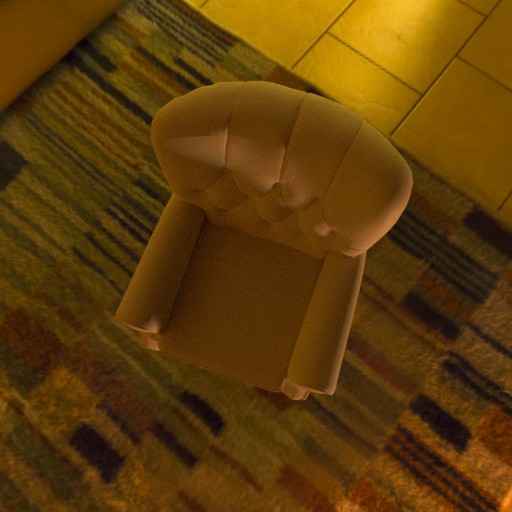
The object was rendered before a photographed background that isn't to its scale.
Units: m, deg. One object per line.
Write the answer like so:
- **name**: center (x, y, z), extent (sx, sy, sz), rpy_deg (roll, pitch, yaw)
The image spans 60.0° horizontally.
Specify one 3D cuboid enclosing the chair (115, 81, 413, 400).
- **chair**: center (0.000, 0.000, 2.081), extent (1.035, 1.169, 1.132), rpy_deg (18, 76, 5)
